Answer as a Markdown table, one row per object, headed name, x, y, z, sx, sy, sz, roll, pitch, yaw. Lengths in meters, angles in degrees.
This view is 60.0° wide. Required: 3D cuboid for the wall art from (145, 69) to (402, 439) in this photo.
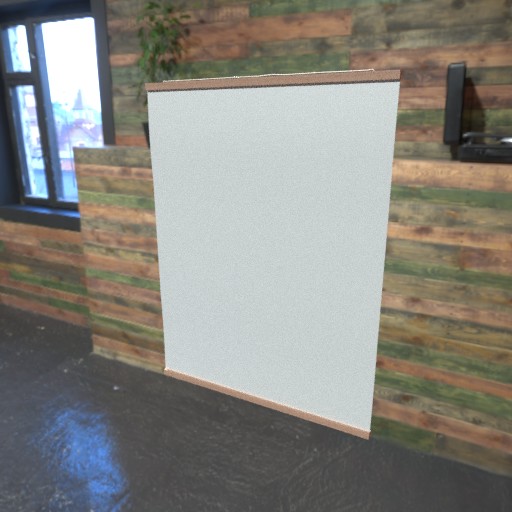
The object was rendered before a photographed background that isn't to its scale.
| name | x | y | z | sx | sy | sz | roll | pitch | yaw |
| --- | --- | --- | --- | --- | --- | --- | --- | --- | --- |
| wall art | 0.000 | 0.000 | 1.335 | 0.758 | 1.013 | 0.020 | 9 | 19 | 27 |
